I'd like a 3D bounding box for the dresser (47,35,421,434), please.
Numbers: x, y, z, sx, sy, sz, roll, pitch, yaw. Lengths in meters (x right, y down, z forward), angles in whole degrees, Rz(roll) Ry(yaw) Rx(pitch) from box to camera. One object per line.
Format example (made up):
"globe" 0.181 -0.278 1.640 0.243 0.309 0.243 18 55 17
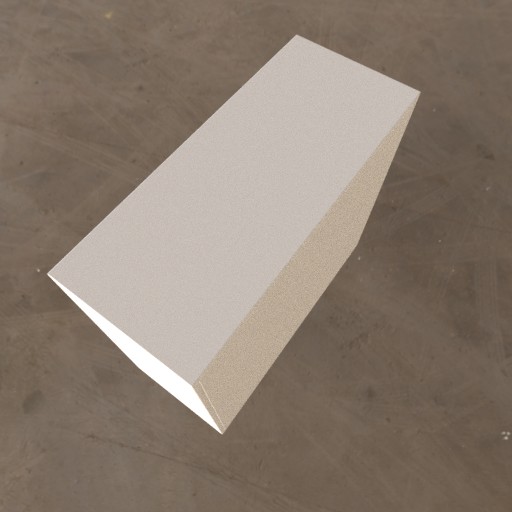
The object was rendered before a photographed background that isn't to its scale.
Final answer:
"dresser" 0.000 0.000 1.665 0.460 1.000 1.100 33 67 16
